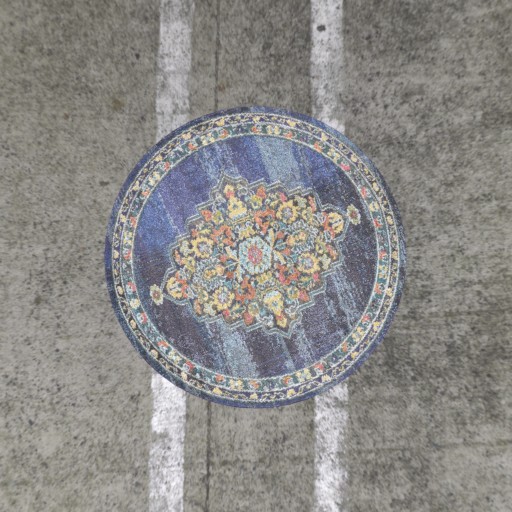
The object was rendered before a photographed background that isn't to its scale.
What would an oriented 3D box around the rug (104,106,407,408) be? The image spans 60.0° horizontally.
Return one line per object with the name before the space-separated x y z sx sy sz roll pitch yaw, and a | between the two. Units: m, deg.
rug | 0.000 0.000 2.334 1.591 0.010 1.591 0 88 -1
